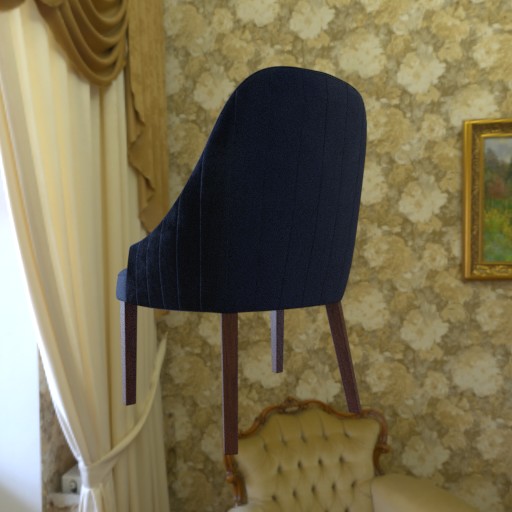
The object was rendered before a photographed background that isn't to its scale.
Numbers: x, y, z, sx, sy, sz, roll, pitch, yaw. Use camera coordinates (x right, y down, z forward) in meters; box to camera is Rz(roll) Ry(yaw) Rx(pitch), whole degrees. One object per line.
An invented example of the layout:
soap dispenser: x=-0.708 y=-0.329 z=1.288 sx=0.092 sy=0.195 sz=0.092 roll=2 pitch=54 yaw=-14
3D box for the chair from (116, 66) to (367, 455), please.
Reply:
chair: x=0.000 y=0.000 z=1.288 sx=0.643 sy=0.889 sz=0.575 roll=-1 pitch=1 yaw=-36
